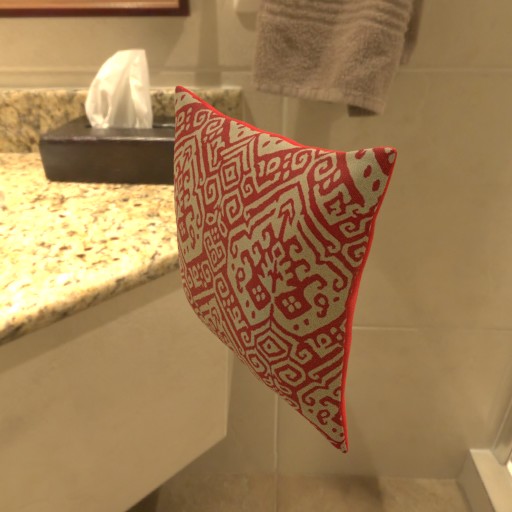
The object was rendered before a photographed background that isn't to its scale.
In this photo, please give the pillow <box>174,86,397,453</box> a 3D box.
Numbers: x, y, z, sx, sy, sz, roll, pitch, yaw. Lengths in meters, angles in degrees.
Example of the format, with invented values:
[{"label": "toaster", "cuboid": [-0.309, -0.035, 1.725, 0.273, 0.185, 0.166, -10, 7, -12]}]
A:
[{"label": "pillow", "cuboid": [0.000, 0.000, 0.780, 0.192, 0.507, 0.522, -19, 35, -30]}]
